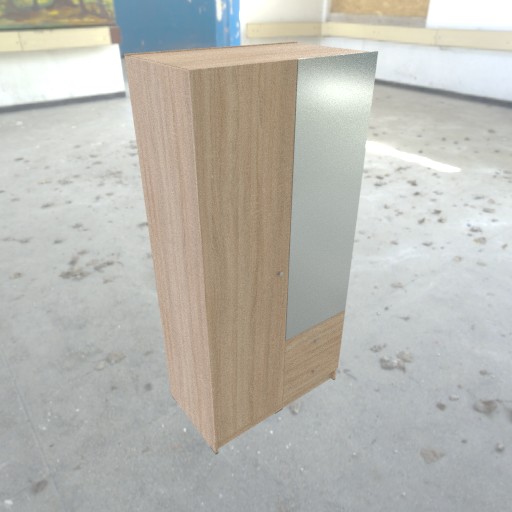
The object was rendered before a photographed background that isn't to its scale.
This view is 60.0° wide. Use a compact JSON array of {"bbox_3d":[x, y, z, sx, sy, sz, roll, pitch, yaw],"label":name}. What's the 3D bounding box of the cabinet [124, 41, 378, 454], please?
[{"bbox_3d":[0.000,0.000,2.528,1.001,2.121,0.590,-21,36,-31],"label":"cabinet"}]
